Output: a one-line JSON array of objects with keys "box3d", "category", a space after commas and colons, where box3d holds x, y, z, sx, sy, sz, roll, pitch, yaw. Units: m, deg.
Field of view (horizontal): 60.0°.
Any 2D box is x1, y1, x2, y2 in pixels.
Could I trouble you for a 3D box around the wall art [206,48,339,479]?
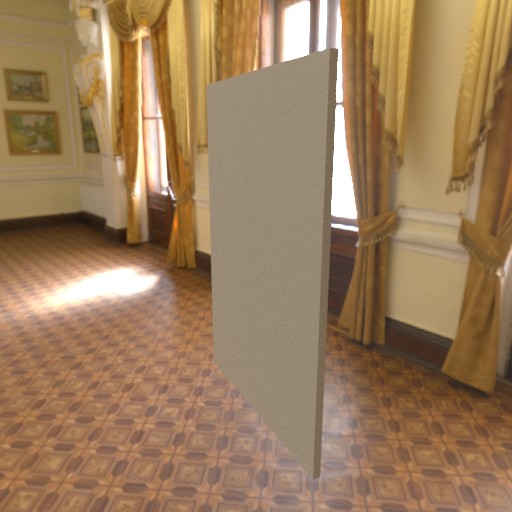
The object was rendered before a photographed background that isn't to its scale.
[{"box3d": [0.000, 0.000, 0.611, 0.010, 0.474, 0.325, -7, 16, -26], "category": "wall art"}]
